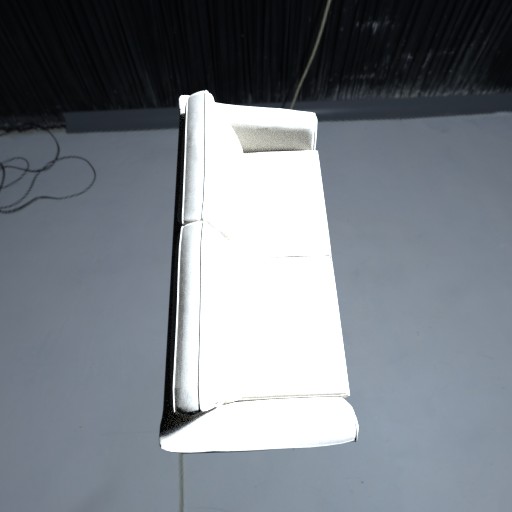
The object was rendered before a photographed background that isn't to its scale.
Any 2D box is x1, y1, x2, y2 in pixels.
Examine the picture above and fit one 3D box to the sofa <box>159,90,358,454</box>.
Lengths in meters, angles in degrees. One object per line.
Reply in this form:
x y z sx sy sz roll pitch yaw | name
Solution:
0.000 0.000 2.783 0.980 0.965 2.270 -2 63 -1 | sofa
